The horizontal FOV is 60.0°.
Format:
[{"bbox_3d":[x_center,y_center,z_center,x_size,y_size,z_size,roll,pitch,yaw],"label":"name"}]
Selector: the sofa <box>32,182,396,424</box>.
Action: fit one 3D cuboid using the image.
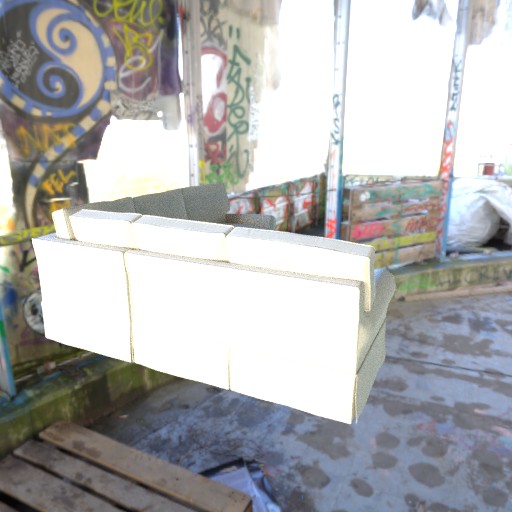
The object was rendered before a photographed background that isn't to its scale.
[{"bbox_3d":[0.000,0.000,4.037,2.591,1.070,2.597,7,17,25],"label":"sofa"}]
